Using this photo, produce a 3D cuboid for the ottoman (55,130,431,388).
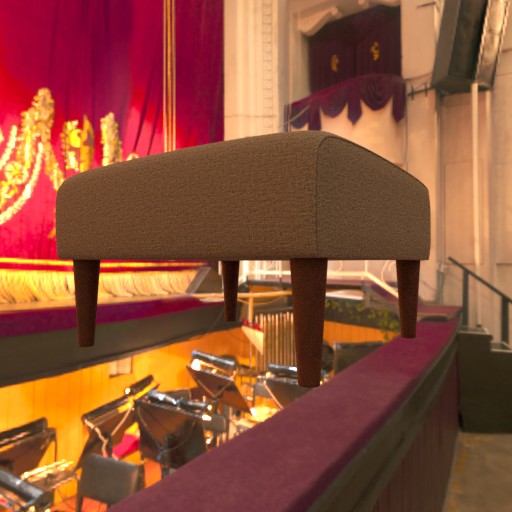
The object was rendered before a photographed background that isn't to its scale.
[{"bbox_3d":[0.000,0.000,1.036,0.650,0.398,0.649,-1,-1,35],"label":"ottoman"}]
